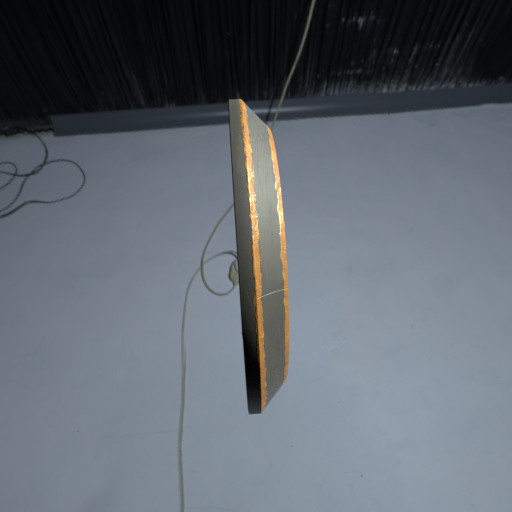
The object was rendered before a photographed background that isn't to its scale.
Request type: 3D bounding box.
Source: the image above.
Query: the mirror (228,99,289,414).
[{"bbox_3d":[0.000,0.000,1.355,0.111,0.907,0.907,-4,63,-2],"label":"mirror"}]
